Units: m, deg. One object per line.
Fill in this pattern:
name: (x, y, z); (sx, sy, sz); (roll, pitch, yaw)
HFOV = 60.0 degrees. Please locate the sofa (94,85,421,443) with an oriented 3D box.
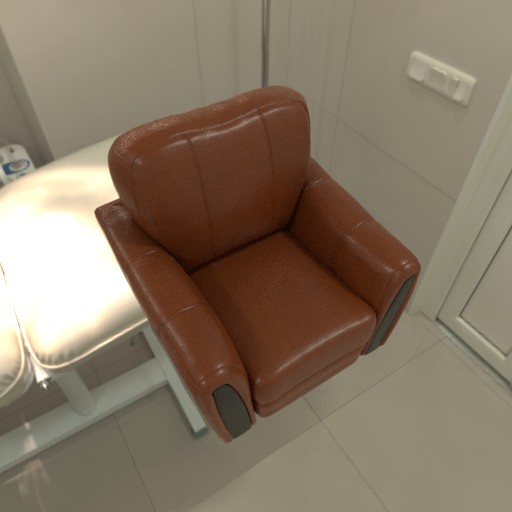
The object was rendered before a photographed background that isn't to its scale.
sofa: (0.000, 0.000, 1.511); (0.836, 0.876, 0.789); (-25, 52, -21)
